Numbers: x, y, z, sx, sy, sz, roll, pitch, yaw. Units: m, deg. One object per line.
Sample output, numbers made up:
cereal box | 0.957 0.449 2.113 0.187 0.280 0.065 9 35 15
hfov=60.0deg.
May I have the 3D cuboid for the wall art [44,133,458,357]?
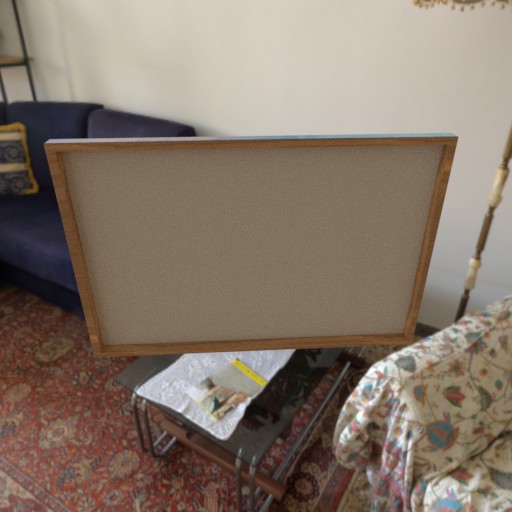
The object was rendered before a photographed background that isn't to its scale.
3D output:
wall art | 0.000 0.000 1.137 0.911 0.605 0.037 -2 30 -3
